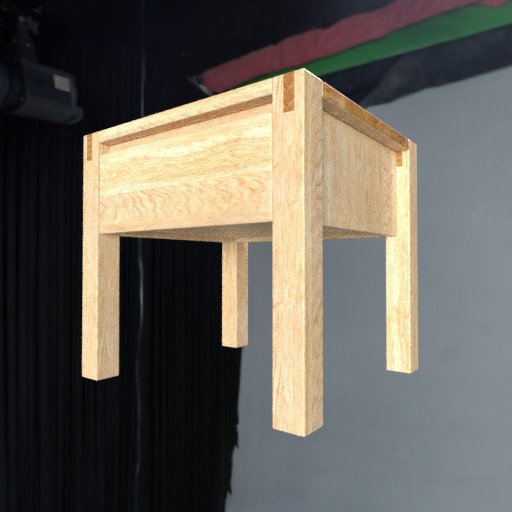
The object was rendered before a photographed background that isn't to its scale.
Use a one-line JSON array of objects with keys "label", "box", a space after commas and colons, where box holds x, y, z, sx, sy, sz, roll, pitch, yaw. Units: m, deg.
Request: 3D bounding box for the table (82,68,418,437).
[{"label": "table", "box": [0.000, 0.000, 0.857, 0.480, 0.450, 0.440, -1, -1, 37]}]
